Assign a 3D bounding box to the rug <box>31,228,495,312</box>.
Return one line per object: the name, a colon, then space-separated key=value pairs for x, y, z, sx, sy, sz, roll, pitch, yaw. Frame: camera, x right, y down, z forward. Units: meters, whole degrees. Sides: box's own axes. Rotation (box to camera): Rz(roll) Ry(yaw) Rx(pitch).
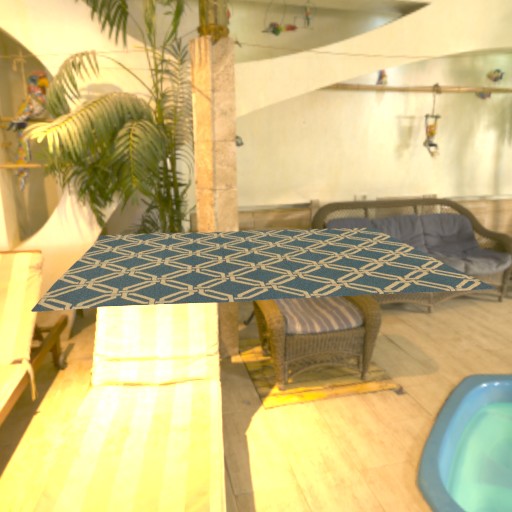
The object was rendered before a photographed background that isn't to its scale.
rug: x=0.000 y=0.000 z=2.716 sx=2.135 sy=0.013 sz=1.524 roll=-2 pitch=15 yaw=-8
